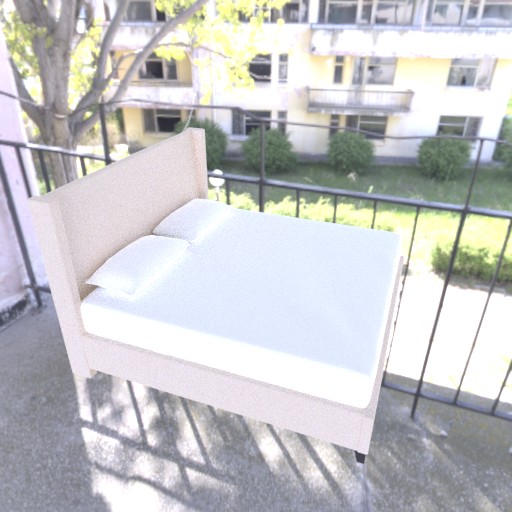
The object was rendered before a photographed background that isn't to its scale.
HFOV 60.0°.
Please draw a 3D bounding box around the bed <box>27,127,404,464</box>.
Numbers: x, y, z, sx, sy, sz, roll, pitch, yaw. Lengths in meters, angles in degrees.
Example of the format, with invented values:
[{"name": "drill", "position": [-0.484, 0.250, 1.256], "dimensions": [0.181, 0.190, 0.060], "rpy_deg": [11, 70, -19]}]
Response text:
[{"name": "bed", "position": [0.000, 0.000, 3.664], "dimensions": [2.293, 1.471, 2.145], "rpy_deg": [10, 30, 18]}]
